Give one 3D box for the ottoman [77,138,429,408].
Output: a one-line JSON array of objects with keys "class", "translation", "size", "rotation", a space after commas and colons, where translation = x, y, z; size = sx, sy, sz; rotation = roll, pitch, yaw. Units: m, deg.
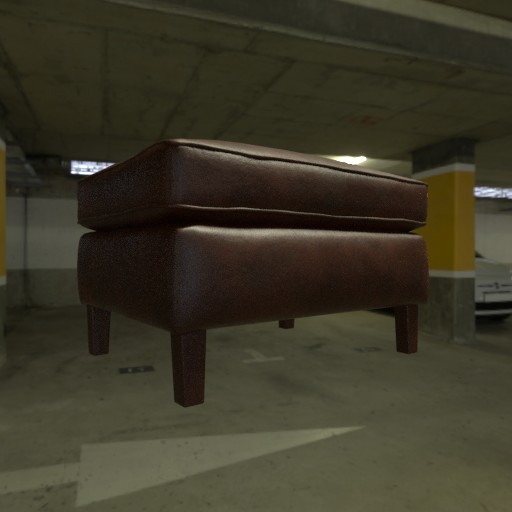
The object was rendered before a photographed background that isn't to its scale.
[{"class": "ottoman", "translation": [0.000, 0.000, 0.987], "size": [0.665, 0.432, 0.501], "rotation": [0, 0, -38]}]
